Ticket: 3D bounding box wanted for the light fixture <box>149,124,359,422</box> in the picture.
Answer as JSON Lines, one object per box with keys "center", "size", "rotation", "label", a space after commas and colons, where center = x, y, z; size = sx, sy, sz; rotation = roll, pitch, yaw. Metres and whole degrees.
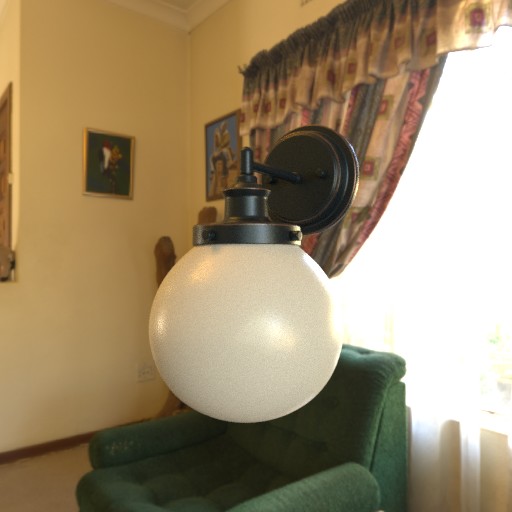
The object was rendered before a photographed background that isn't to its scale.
{"center": [0.000, 0.000, 0.473], "size": [0.197, 0.332, 0.230], "rotation": [0, -1, 36], "label": "light fixture"}
